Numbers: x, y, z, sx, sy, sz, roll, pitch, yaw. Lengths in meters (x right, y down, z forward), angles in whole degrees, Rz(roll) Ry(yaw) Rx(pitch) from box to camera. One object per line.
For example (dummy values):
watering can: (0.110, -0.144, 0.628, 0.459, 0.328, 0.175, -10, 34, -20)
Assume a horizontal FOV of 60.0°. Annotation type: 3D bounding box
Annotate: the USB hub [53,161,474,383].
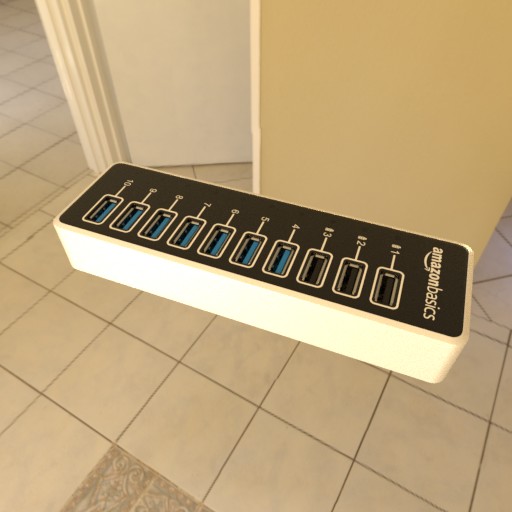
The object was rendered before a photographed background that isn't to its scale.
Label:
USB hub: (0.000, 0.000, 0.164, 0.145, 0.023, 0.044, 16, 48, 14)
